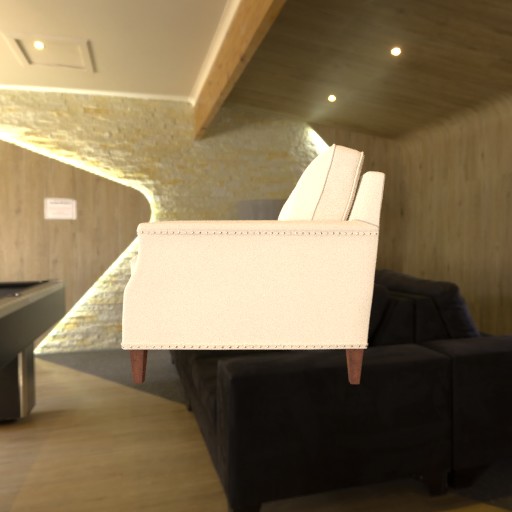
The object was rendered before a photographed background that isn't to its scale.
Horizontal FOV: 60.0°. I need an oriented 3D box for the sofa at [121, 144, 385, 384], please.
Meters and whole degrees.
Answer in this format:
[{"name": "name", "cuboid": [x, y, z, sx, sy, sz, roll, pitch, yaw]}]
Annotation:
[{"name": "sofa", "cuboid": [0.000, 0.000, 2.868, 1.084, 1.003, 2.246, 0, 1, 0]}]
